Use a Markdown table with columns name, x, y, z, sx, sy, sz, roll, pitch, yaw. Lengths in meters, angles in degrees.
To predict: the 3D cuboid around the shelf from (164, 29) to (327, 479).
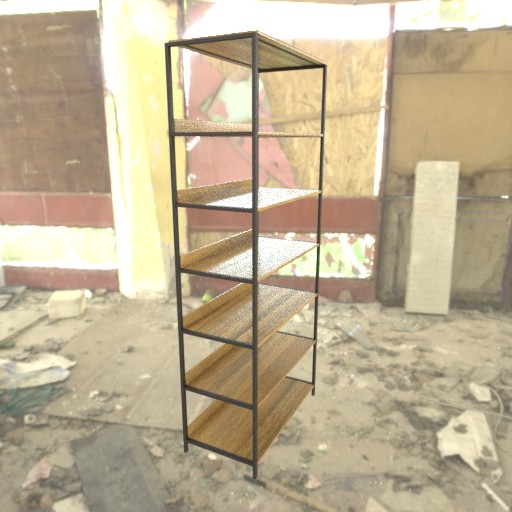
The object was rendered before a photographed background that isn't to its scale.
| name | x | y | z | sx | sy | sz | roll | pitch | yaw |
| --- | --- | --- | --- | --- | --- | --- | --- | --- | --- |
| shelf | 0.000 | 0.000 | 2.376 | 0.431 | 2.015 | 0.847 | 7 | 16 | 26 |
